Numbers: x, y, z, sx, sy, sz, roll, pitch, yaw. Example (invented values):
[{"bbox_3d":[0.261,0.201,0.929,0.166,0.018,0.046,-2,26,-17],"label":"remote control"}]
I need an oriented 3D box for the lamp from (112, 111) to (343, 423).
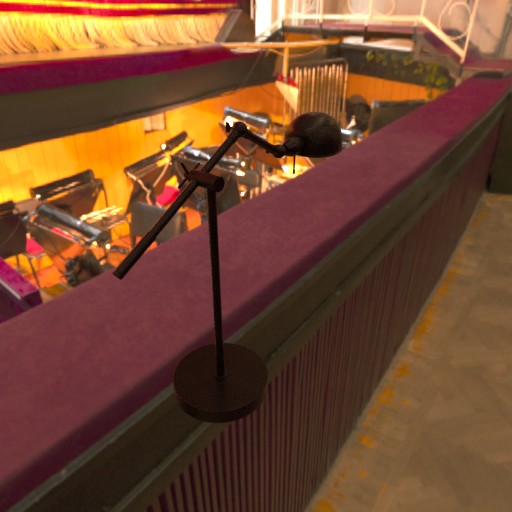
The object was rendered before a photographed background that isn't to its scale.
[{"bbox_3d":[0.000,0.000,0.835,0.185,0.495,0.567,22,36,33],"label":"lamp"}]
